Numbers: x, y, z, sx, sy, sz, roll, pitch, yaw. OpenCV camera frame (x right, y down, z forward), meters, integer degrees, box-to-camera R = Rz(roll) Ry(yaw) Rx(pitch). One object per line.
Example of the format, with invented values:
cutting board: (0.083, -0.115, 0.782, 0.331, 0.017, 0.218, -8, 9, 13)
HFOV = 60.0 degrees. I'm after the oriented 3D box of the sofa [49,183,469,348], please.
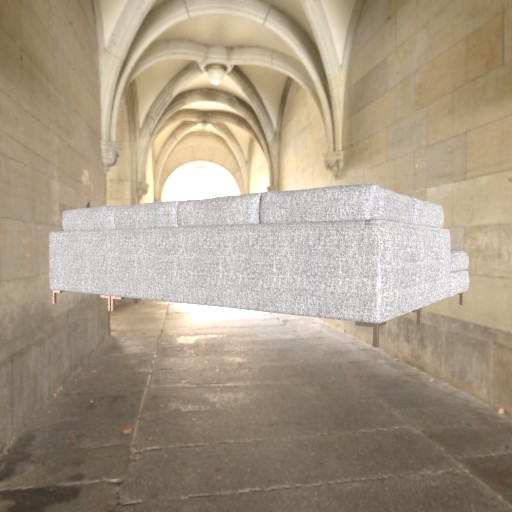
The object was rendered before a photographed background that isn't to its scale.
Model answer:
sofa: (0.000, 0.000, 3.466, 2.737, 0.756, 1.879, 1, 1, 36)
